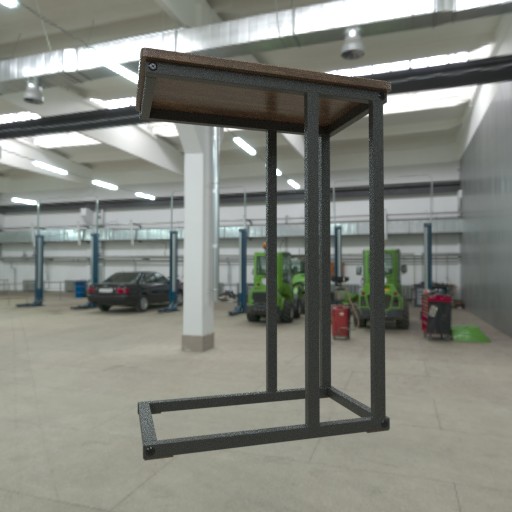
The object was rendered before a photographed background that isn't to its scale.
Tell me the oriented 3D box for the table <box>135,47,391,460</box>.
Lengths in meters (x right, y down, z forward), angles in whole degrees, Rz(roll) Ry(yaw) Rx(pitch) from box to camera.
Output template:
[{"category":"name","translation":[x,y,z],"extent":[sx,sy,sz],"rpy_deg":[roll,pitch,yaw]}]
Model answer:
[{"category":"table","translation":[0.000,0.000,0.863],"extent":[0.450,0.637,0.254],"rpy_deg":[0,-2,-17]}]
